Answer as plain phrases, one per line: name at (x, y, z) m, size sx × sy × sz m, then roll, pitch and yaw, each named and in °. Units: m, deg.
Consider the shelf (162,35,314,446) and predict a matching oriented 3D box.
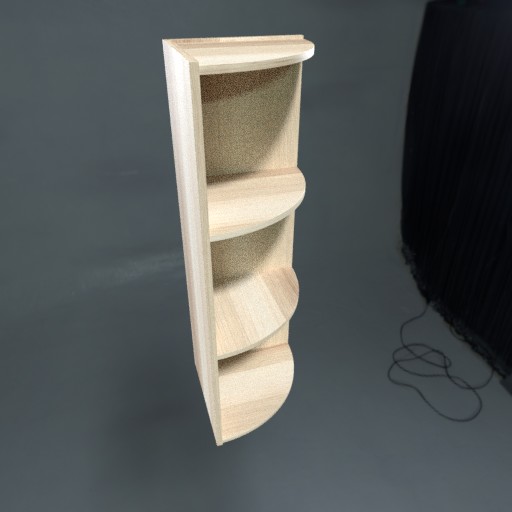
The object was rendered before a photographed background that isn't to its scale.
shelf at (0.000, 0.000, 1.010) m, size 0.290 × 0.872 × 0.290 m, roll -9°, pitch 33°, yaw -15°
